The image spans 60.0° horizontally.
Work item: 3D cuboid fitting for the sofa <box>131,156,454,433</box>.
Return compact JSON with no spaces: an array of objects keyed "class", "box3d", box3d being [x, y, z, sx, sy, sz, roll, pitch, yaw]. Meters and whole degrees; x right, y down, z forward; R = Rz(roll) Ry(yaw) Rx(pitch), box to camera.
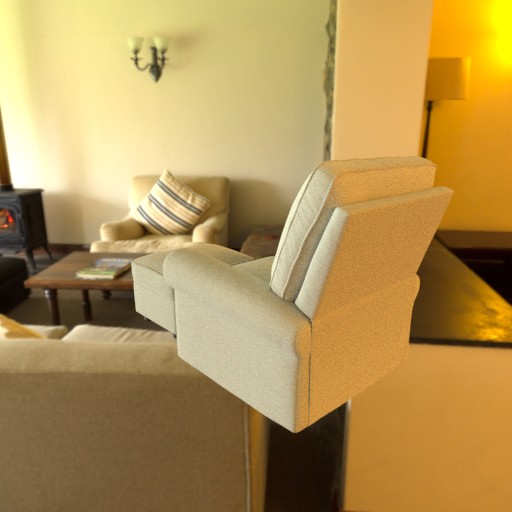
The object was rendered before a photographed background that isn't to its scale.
[{"class":"sofa","box3d":[0.000,0.000,2.066,0.880,0.959,1.478,-15,22,-41]}]
